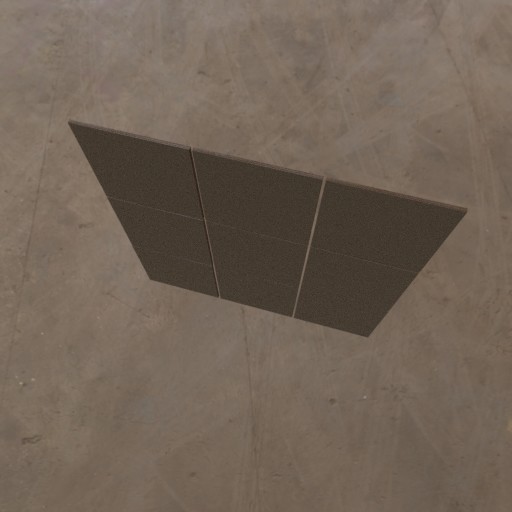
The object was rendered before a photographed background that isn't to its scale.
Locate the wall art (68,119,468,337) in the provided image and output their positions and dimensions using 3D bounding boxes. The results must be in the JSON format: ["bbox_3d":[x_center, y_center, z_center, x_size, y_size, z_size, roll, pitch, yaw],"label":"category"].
[{"bbox_3d":[0.000,0.000,1.845,1.216,1.216,0.013,14,64,7],"label":"wall art"}]
